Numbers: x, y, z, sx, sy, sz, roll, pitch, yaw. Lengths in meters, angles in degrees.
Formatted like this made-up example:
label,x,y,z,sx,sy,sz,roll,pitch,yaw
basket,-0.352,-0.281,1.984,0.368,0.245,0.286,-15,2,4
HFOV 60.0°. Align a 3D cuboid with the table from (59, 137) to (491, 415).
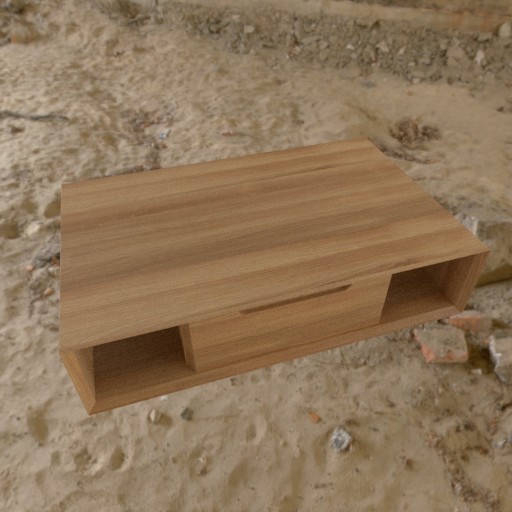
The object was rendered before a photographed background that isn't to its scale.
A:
label,x,y,z,sx,sy,sz,roll,pitch,yaw
table,0.000,0.000,1.422,1.100,0.330,0.700,-12,43,-13
